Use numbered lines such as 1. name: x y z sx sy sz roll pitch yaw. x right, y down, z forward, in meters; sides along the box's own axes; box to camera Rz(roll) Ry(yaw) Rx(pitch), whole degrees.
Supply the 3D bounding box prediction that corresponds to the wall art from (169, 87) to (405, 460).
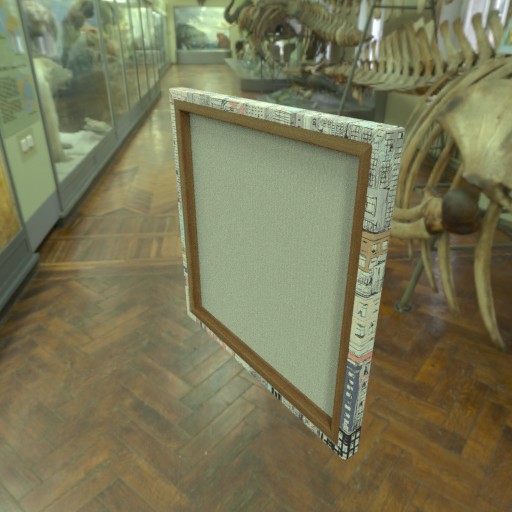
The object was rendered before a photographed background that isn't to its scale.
1. wall art: 0.000 0.000 1.154 0.048 0.762 0.761 -18 32 -32
